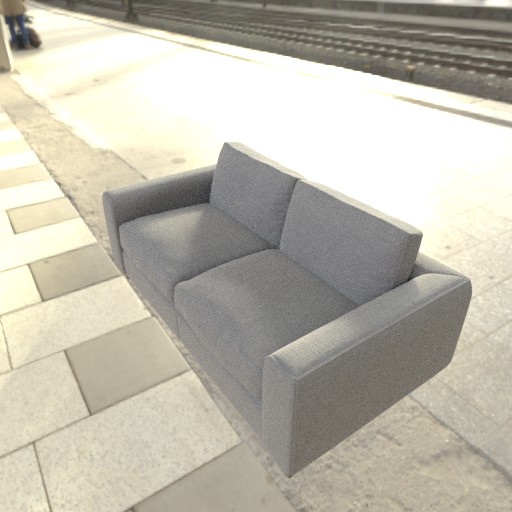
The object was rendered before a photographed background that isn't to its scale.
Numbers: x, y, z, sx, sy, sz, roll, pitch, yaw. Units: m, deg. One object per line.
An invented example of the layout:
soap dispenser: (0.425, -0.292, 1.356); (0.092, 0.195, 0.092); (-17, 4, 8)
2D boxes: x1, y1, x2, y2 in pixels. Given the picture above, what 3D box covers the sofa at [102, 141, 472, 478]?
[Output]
sofa: (0.000, 0.000, 2.438); (1.069, 0.800, 1.920); (-21, 38, -29)
